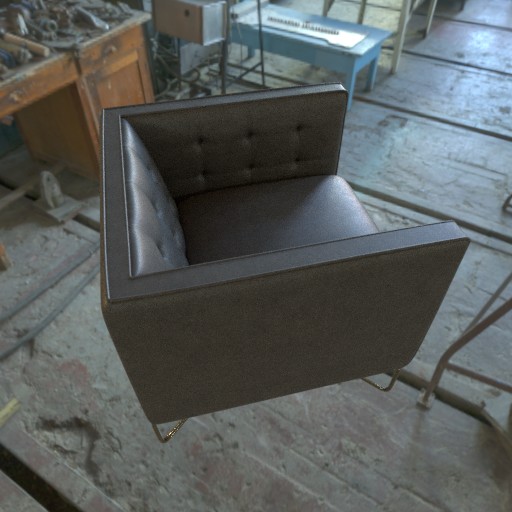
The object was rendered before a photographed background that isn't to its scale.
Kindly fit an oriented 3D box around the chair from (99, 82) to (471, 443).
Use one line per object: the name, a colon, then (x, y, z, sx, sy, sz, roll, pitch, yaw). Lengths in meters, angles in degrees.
chair: (0.000, 0.000, 1.545, 0.894, 0.790, 0.880, -10, 47, -10)
